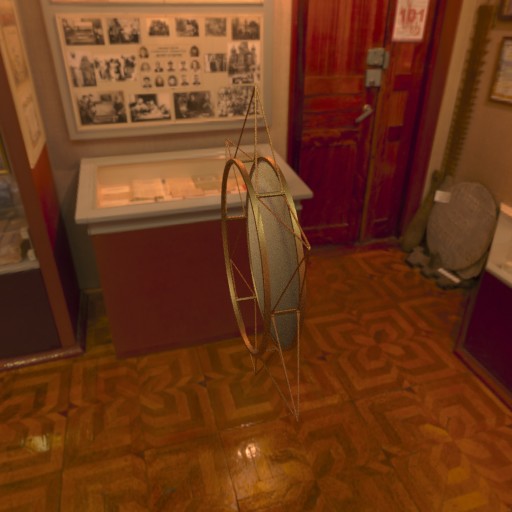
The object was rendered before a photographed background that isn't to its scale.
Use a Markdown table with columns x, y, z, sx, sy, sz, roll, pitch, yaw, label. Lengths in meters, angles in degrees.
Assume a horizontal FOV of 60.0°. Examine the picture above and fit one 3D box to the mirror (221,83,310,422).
| x | y | z | sx | sy | sz | roll | pitch | yaw | label |
| --- | --- | --- | --- | --- | --- | --- | --- | --- | --- |
| 0.000 | 0.000 | 0.793 | 0.062 | 0.581 | 0.498 | -7 | 30 | -13 | mirror |
